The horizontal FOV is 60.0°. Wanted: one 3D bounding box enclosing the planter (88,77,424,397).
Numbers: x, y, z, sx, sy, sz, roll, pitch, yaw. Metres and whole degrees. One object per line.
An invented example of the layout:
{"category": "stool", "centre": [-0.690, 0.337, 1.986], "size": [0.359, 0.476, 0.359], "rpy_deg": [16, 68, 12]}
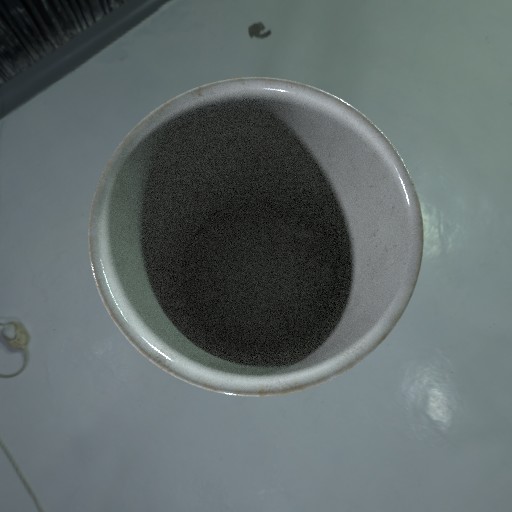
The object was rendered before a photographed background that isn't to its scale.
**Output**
{"category": "planter", "centre": [0.000, 0.000, 0.217], "size": [0.126, 0.104, 0.126], "rpy_deg": [0, 75, 0]}
